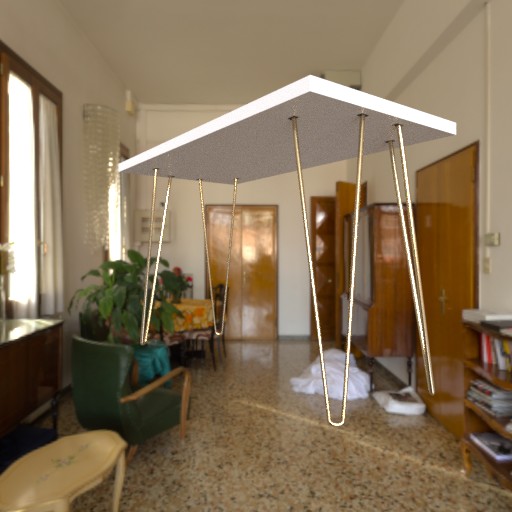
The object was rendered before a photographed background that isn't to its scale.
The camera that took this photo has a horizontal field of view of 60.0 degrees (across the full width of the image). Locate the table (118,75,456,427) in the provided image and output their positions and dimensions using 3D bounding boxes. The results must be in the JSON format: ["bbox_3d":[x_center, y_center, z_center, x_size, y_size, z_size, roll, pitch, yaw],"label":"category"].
[{"bbox_3d":[0.000,0.000,1.347,0.498,0.660,0.991,0,0,-37],"label":"table"}]
